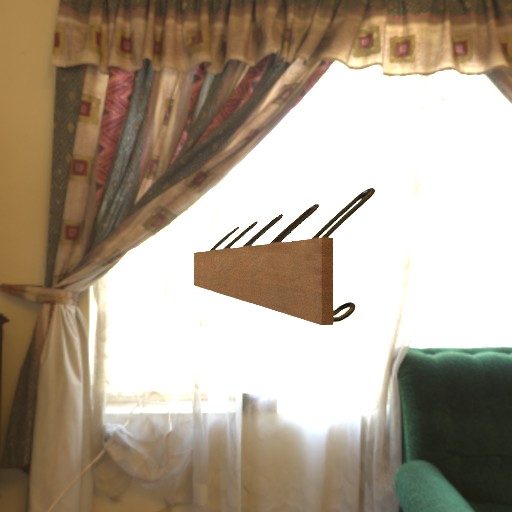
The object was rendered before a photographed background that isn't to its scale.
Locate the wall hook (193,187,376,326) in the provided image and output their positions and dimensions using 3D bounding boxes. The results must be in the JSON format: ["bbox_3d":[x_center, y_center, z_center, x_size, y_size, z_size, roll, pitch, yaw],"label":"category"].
[{"bbox_3d":[0.000,0.000,0.597,0.076,0.116,0.554,0,-1,-18],"label":"wall hook"}]
